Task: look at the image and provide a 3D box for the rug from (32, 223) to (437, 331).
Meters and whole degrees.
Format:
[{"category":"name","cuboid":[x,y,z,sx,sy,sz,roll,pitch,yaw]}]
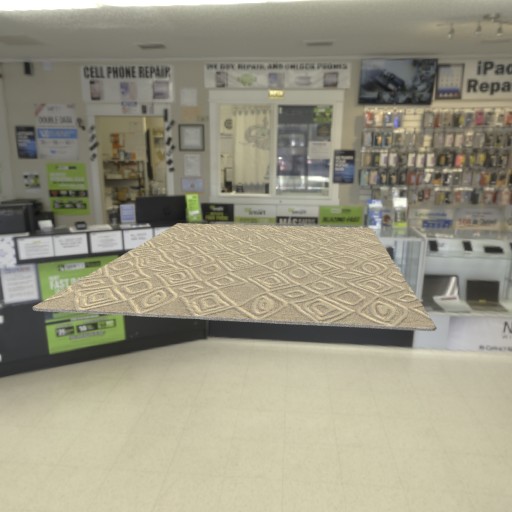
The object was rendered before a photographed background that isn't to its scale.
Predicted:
[{"category":"rug","cuboid":[0.000,0.000,4.079,2.449,0.025,3.049,2,14,7]}]
